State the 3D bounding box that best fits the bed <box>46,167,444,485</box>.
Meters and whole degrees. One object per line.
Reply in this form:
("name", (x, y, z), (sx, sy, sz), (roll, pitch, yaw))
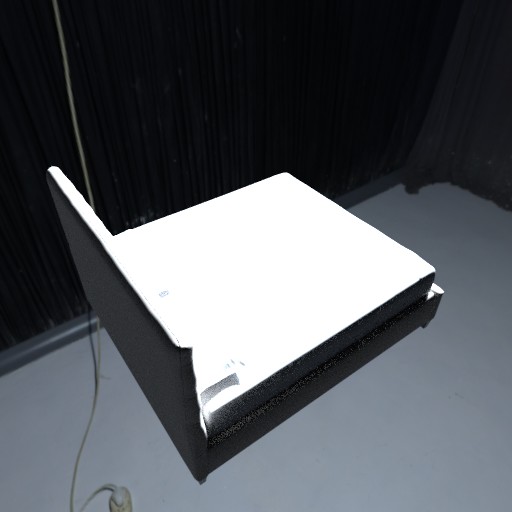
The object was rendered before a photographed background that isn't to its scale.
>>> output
("bed", (0.000, 0.000, 3.590), (2.387, 1.427, 2.078), (-25, 46, -27))
